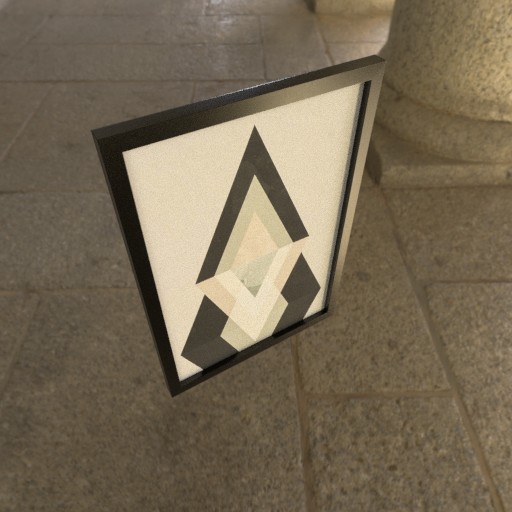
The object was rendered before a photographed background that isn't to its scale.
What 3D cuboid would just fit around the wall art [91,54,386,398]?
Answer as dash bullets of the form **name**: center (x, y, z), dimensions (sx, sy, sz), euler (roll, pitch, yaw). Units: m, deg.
- **wall art**: center (0.000, 0.000, 0.589), dimensions (0.314, 0.455, 0.019), euler (-23, 50, -21)
